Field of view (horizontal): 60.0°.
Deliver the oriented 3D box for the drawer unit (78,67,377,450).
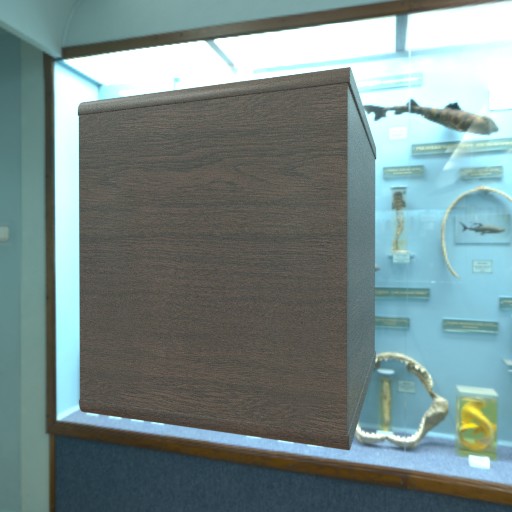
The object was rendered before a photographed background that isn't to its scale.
[{"bbox_3d":[0.000,0.000,0.595,0.290,0.344,0.344,0,1,19],"label":"drawer unit"}]
